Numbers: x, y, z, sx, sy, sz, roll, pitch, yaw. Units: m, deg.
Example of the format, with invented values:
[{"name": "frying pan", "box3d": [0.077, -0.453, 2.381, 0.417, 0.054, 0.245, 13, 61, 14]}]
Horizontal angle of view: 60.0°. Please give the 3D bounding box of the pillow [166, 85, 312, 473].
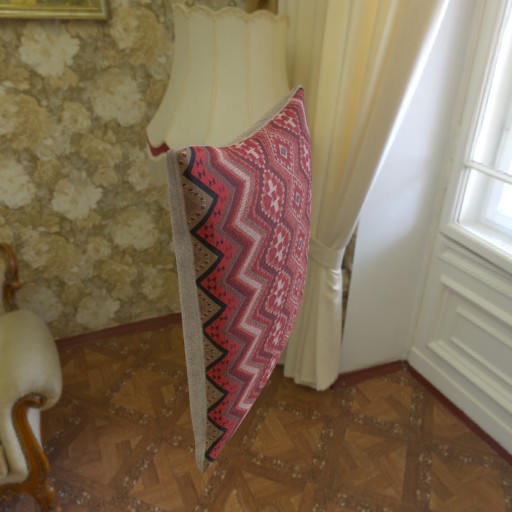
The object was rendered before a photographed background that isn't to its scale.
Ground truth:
[{"name": "pillow", "box3d": [0.000, 0.000, 0.783, 0.158, 0.511, 0.513, 9, 29, 17]}]
